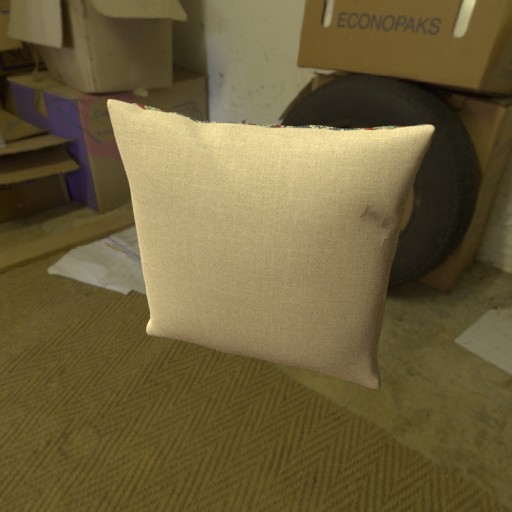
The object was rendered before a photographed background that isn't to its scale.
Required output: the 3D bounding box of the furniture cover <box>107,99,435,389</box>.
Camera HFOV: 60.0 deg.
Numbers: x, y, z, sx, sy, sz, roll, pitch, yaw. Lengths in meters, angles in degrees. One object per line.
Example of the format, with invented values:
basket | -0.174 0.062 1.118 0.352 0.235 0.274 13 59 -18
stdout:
furniture cover | 0.000 0.000 0.669 0.431 0.431 0.139 10 34 15
